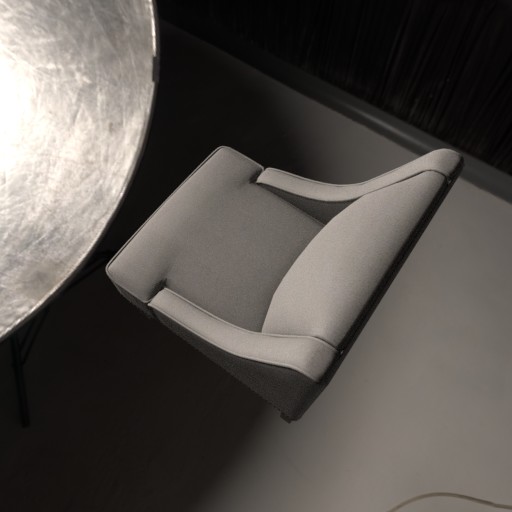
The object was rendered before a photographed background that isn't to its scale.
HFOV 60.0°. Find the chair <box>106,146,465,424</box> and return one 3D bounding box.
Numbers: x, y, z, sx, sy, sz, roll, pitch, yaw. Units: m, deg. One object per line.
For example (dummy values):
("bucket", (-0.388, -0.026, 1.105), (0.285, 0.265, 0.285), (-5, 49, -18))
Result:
("chair", (0.000, 0.000, 1.364), (0.747, 0.867, 0.631), (33, 68, 15))
